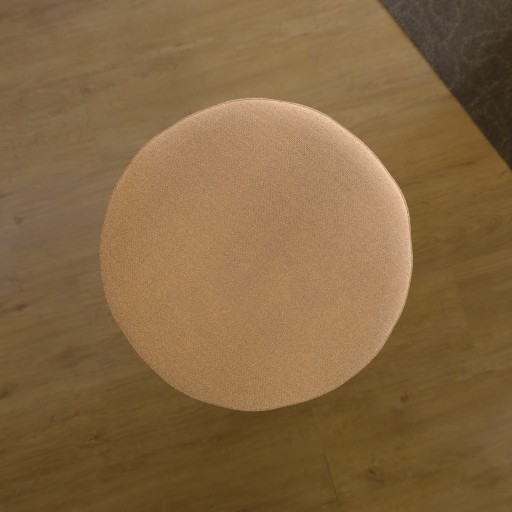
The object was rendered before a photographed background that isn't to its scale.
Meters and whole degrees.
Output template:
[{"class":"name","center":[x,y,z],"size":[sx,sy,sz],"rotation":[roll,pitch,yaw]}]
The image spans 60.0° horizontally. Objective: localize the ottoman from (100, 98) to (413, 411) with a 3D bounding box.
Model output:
[{"class":"ottoman","center":[0.000,0.000,0.866],"size":[0.497,0.409,0.497],"rotation":[0,89,0]}]
